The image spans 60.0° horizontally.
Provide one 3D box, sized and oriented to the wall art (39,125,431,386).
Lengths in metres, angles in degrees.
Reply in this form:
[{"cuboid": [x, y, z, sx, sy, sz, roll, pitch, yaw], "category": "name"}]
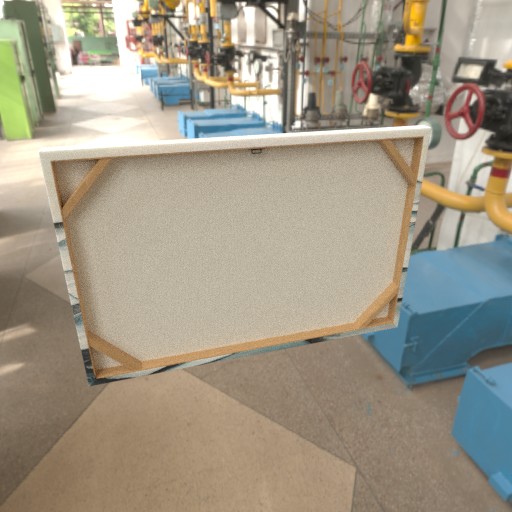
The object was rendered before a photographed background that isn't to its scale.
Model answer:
[{"cuboid": [0.000, 0.000, 1.147, 0.914, 0.609, 0.039, -8, 27, -15], "category": "wall art"}]
